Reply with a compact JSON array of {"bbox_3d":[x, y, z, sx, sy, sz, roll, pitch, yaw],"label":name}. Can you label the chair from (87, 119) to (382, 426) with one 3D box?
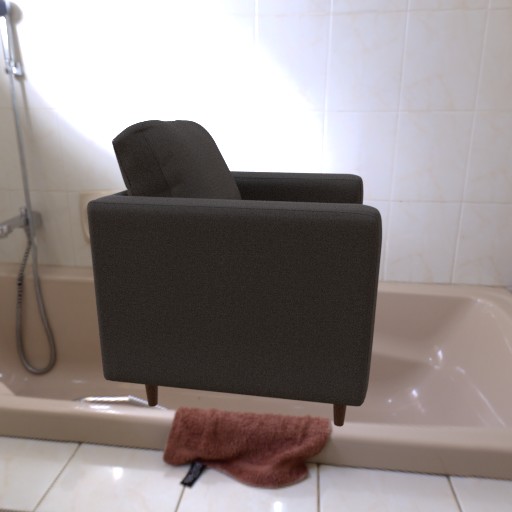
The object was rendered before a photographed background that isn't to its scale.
[{"bbox_3d":[0.000,0.000,1.573,0.800,0.927,0.854,3,17,9],"label":"chair"}]
